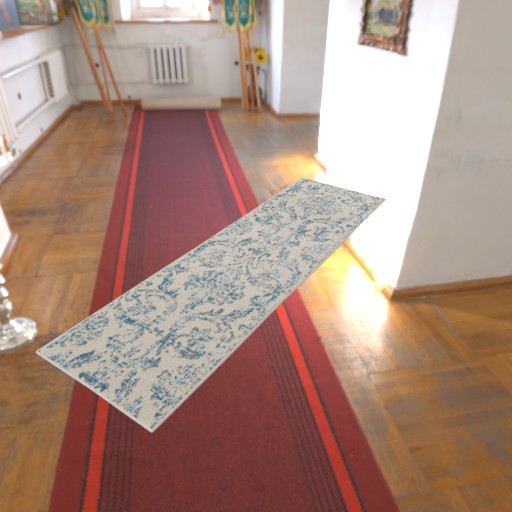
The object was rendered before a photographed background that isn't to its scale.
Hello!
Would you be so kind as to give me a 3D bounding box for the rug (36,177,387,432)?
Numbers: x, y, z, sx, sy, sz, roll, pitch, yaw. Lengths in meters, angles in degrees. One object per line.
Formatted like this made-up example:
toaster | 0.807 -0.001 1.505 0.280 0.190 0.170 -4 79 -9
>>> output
rug | 0.000 0.000 2.395 0.662 0.011 2.196 20 38 28
